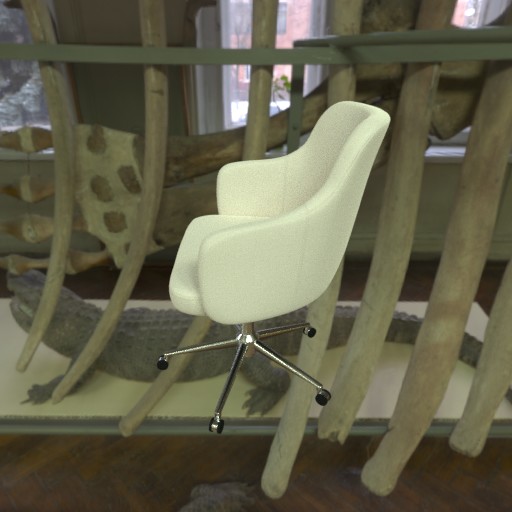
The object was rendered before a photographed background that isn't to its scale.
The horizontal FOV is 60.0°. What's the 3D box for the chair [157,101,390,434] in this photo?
[{"bbox_3d":[0.000,0.000,1.284,0.647,0.819,0.602,0,27,0],"label":"chair"}]
